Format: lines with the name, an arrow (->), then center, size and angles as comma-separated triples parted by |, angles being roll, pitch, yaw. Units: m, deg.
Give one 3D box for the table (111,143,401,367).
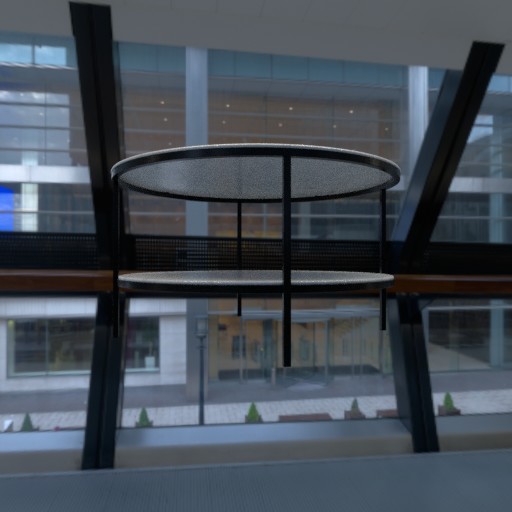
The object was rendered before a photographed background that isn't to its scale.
table -> 0.000, 0.000, 1.286 | 0.800, 0.450, 0.800 | 0, 0, 0
